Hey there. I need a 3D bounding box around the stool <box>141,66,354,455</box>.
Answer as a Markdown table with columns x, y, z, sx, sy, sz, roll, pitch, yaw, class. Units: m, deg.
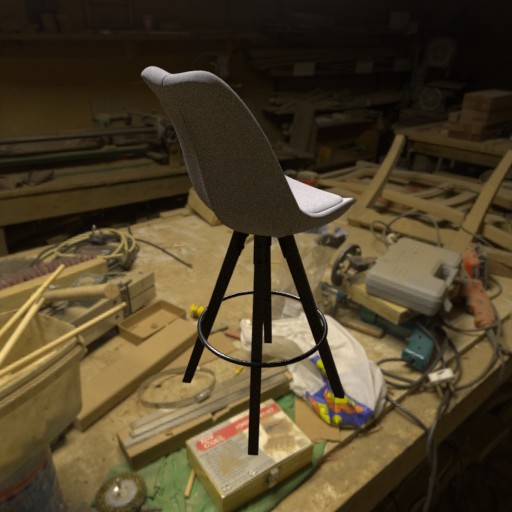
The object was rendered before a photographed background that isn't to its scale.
| x | y | z | sx | sy | sz | roll | pitch | yaw | class |
| --- | --- | --- | --- | --- | --- | --- | --- | --- | --- |
| 0.000 | 0.000 | 1.410 | 0.550 | 1.115 | 0.485 | -19 | 32 | -34 | stool |
